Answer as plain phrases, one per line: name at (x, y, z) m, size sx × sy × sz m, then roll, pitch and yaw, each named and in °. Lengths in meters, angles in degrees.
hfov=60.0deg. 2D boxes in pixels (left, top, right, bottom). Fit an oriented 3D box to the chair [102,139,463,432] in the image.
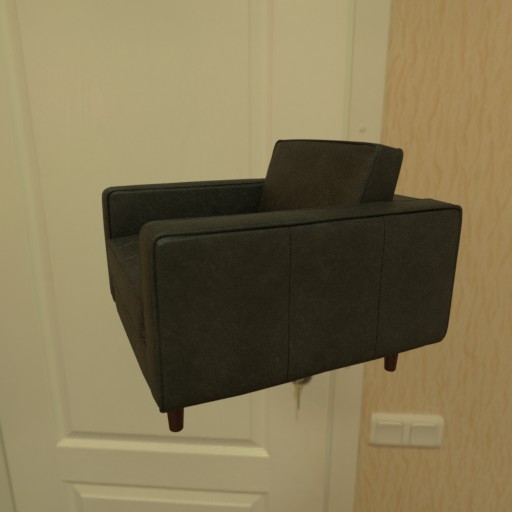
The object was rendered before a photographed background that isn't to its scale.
chair at (0.000, 0.000, 1.508) m, size 0.914 × 0.763 × 0.889 m, roll -7°, pitch 17°, yaw -24°
